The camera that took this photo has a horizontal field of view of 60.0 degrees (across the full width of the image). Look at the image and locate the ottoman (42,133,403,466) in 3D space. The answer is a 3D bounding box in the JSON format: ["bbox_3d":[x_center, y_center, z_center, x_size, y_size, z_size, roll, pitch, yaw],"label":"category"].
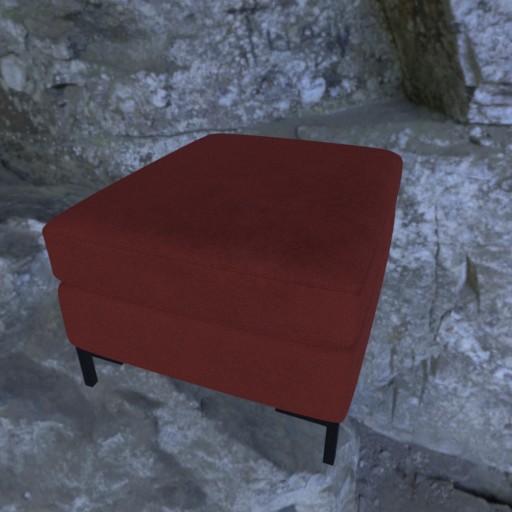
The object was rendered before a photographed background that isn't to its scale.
[{"bbox_3d":[0.000,0.000,1.171,0.650,0.462,0.782,11,31,18],"label":"ottoman"}]
